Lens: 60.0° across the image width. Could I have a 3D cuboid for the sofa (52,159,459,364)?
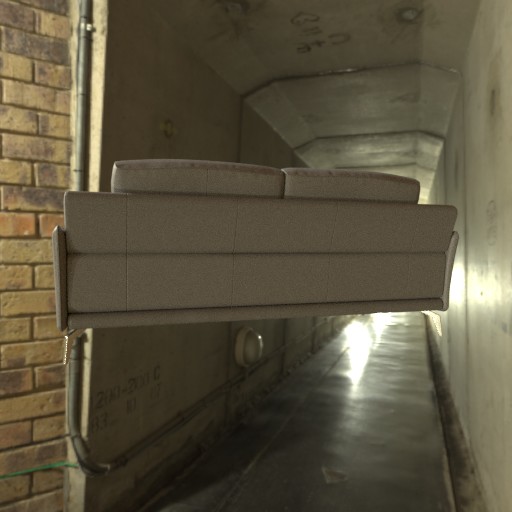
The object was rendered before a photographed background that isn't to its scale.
[{"bbox_3d":[0.000,0.000,2.624,2.101,0.930,1.049,0,1,-18],"label":"sofa"}]
